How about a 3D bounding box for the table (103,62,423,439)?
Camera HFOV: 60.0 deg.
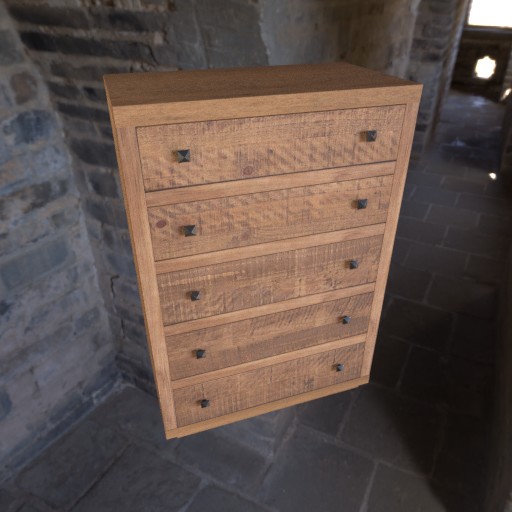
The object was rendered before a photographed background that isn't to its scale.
[{"bbox_3d":[0.000,0.000,1.729,0.901,1.294,0.524,-10,33,-16],"label":"table"}]
